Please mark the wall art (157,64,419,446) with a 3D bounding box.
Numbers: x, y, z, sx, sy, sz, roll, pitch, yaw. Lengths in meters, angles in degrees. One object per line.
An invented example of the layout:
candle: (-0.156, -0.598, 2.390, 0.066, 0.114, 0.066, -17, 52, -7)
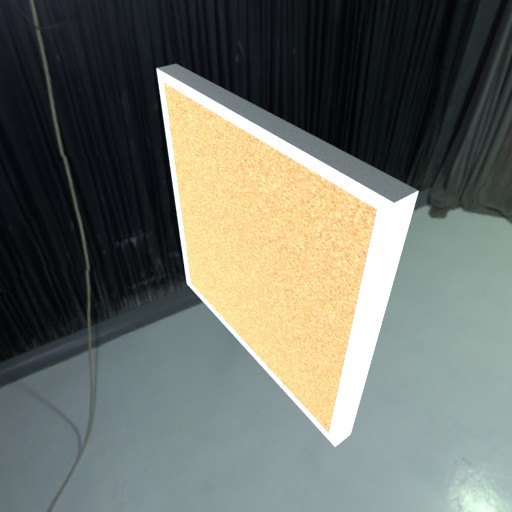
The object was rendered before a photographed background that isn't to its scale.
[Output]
wall art: (0.000, 0.000, 0.765, 0.038, 0.505, 0.506, -26, 47, -27)
